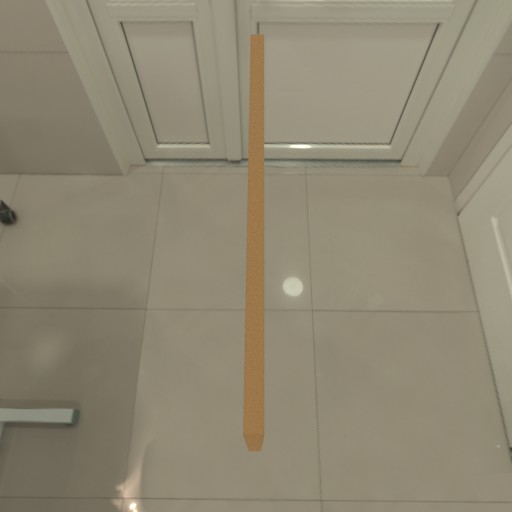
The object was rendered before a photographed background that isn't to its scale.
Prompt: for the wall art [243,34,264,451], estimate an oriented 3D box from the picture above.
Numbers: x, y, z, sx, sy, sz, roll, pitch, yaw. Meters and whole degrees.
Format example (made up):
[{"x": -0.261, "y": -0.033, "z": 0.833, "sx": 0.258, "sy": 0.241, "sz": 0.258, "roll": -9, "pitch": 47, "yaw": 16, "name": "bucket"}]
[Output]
[{"x": 0.000, "y": 0.000, "z": 1.162, "sx": 0.033, "sy": 0.608, "sz": 0.915, "roll": 0, "pitch": 64, "yaw": 0, "name": "wall art"}]
